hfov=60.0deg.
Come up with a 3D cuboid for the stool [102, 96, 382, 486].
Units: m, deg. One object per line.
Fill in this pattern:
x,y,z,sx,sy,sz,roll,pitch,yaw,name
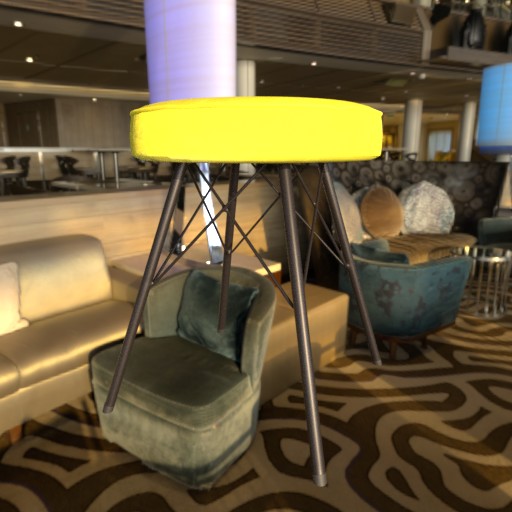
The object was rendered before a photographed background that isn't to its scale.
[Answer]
0.000,0.000,0.792,0.409,0.508,0.409,7,15,26,stool
